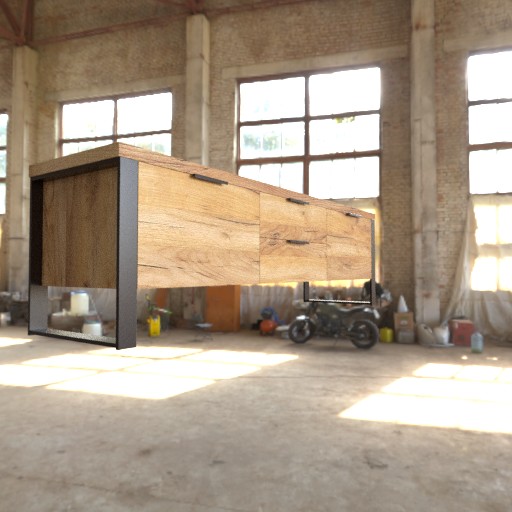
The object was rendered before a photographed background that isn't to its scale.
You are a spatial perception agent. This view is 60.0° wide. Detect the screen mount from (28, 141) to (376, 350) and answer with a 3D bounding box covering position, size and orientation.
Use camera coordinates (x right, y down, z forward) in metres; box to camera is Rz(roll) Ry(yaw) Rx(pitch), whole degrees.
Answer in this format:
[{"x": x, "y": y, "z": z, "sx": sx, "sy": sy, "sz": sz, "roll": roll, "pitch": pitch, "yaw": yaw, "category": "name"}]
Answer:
[{"x": 0.000, "y": 0.000, "z": 1.676, "sx": 0.395, "sy": 0.450, "sz": 1.524, "roll": -1, "pitch": -2, "yaw": 36, "category": "screen mount"}]
